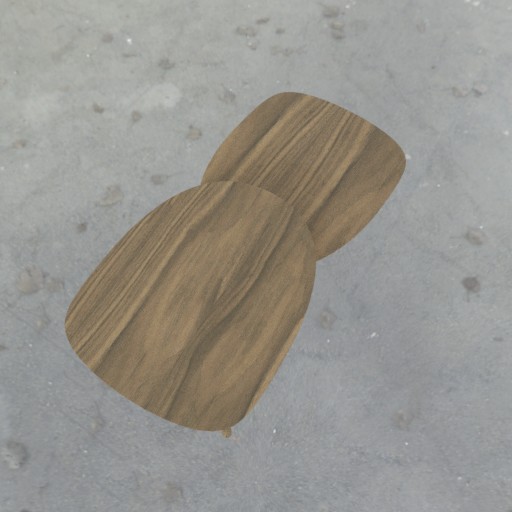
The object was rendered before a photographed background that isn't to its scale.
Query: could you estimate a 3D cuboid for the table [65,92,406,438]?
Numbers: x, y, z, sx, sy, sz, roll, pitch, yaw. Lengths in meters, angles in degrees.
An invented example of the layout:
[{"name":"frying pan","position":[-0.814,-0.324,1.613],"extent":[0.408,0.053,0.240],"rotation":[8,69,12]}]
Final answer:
[{"name":"table","position":[0.000,0.000,1.373],"extent":[0.527,0.429,1.084],"rotation":[31,67,15]}]
